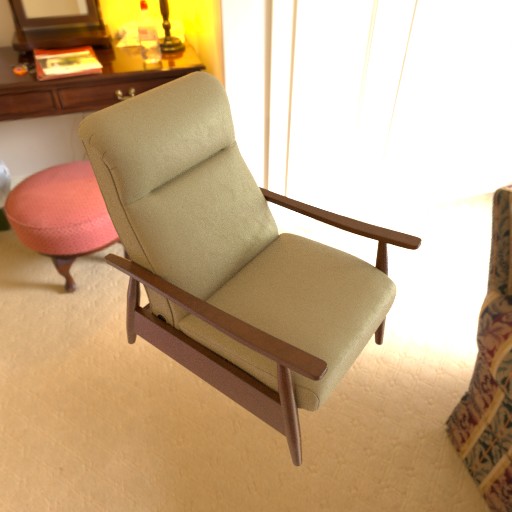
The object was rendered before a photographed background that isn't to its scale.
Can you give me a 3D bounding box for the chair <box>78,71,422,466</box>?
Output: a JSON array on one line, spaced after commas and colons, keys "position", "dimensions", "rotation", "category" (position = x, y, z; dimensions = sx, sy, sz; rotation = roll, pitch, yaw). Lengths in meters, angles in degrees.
[{"position": [0.000, 0.000, 1.731], "dimensions": [1.014, 1.082, 0.762], "rotation": [27, 48, 27], "category": "chair"}]
